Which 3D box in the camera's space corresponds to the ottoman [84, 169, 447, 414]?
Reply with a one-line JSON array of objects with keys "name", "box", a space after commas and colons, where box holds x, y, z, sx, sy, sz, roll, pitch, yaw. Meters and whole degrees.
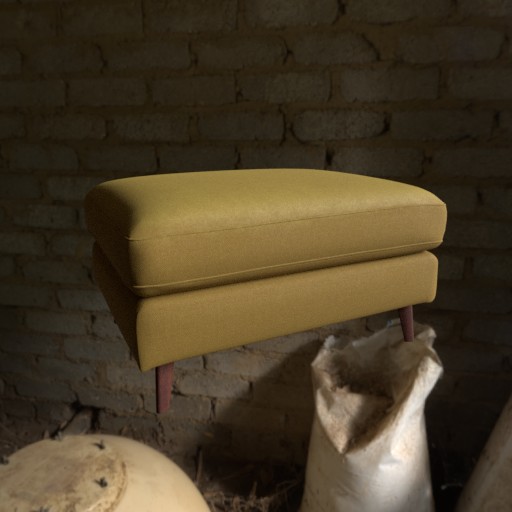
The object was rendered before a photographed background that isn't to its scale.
[{"name": "ottoman", "box": [0.000, 0.000, 1.205, 0.811, 0.449, 0.608, -8, 18, -26]}]
